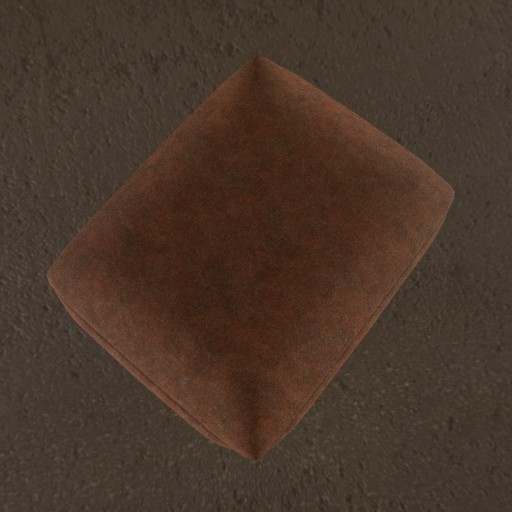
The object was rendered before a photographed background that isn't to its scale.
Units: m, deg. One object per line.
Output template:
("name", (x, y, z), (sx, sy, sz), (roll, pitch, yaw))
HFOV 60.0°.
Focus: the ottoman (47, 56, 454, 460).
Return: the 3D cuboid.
("ottoman", (0.000, 0.000, 1.143), (0.635, 0.508, 0.787), (38, 78, 10))
